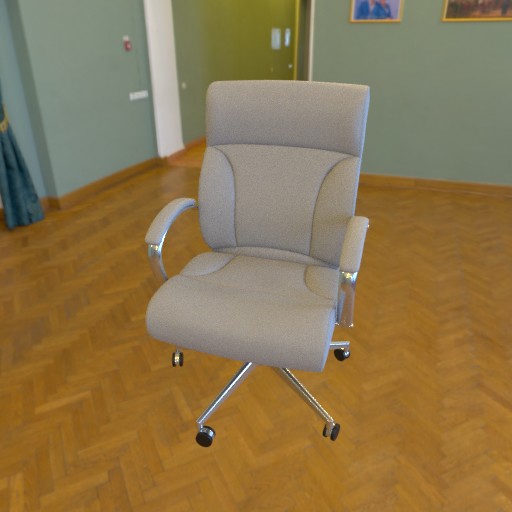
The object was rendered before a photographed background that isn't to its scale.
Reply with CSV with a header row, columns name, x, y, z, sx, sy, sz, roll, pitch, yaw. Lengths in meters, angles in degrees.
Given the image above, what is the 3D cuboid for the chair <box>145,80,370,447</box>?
name,x,y,z,sx,sy,sz,roll,pitch,yaw
chair,0.000,0.000,1.542,0.727,1.099,0.745,8,27,16
